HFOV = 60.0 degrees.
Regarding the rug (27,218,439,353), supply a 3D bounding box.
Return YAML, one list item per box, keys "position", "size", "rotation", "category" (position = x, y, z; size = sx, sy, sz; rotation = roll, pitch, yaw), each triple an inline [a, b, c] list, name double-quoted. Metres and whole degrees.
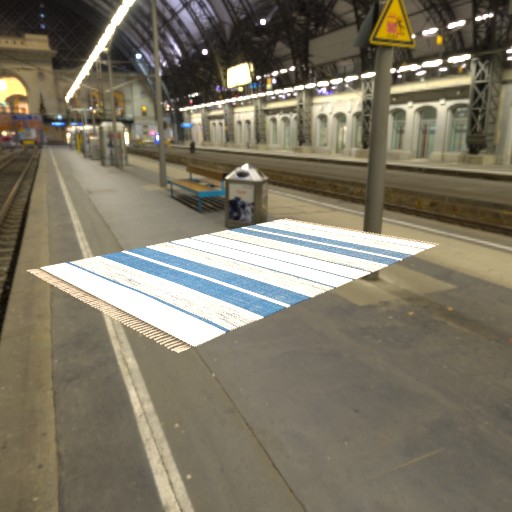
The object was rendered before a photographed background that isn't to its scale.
- position: [0.000, 0.000, 3.032]
  size: [1.532, 0.010, 2.441]
  rotation: [14, 21, 42]
  category: "rug"
